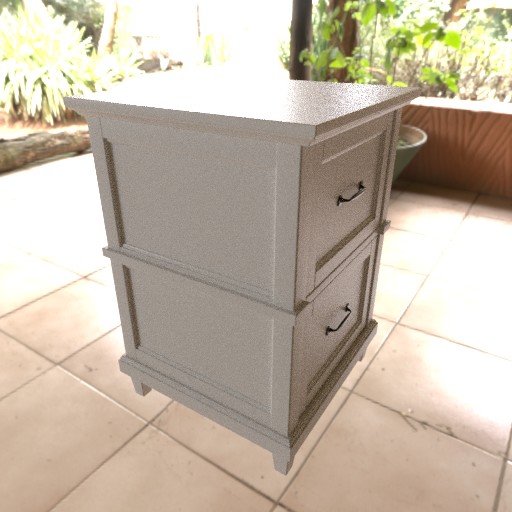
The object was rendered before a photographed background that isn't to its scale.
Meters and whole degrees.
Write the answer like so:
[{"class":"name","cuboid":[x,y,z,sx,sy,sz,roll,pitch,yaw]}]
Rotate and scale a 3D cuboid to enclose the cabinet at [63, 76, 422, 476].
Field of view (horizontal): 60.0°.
[{"class":"cabinet","cuboid":[0.000,0.000,1.108,0.547,0.775,0.544,16,31,29]}]
